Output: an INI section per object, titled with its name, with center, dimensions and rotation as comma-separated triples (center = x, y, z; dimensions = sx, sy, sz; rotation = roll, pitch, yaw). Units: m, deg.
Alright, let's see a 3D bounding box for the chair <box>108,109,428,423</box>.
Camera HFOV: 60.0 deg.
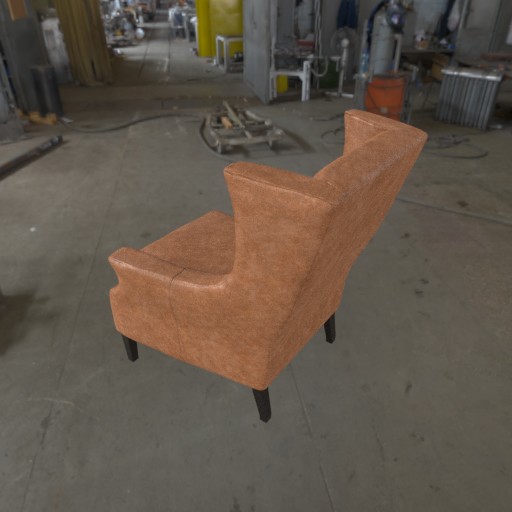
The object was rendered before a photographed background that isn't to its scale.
[chair]
center = 0.000, 0.000, 1.706
dimensions = 0.926, 1.016, 0.853
rotation = 21, 38, 30
